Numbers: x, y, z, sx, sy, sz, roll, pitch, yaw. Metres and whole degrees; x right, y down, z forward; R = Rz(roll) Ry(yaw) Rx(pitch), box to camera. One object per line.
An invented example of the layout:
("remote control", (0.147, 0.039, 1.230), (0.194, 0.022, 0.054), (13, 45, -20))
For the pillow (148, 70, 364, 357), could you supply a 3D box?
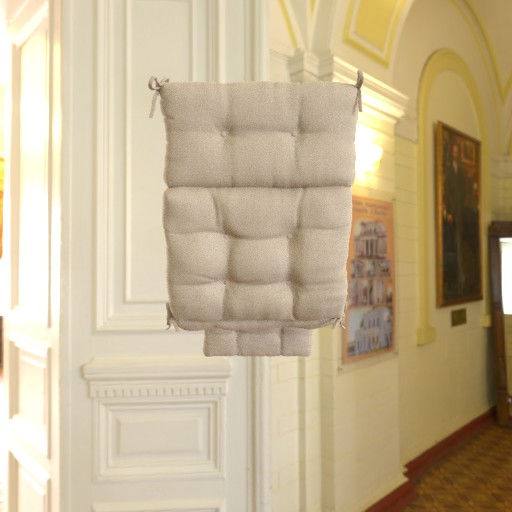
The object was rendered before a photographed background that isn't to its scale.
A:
("pillow", (0.000, 0.000, 1.507), (0.526, 0.863, 1.016), (0, -1, 0))
